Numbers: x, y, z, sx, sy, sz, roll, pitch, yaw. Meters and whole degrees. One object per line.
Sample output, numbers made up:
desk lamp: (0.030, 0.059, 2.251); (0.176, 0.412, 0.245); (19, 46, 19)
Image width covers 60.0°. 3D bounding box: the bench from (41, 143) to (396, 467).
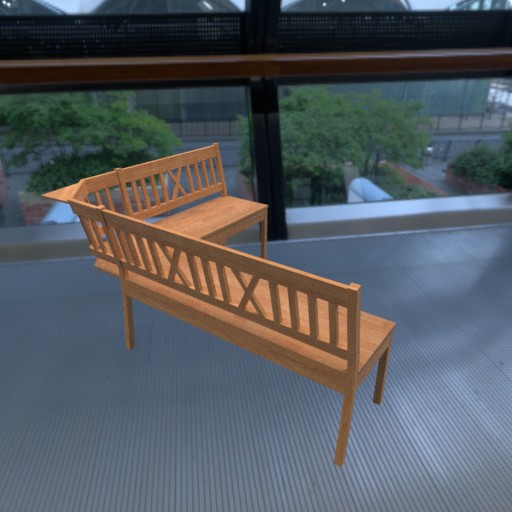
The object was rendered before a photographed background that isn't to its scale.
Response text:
bench: (0.000, 0.000, 2.738); (1.937, 0.902, 1.537); (17, 31, 32)
